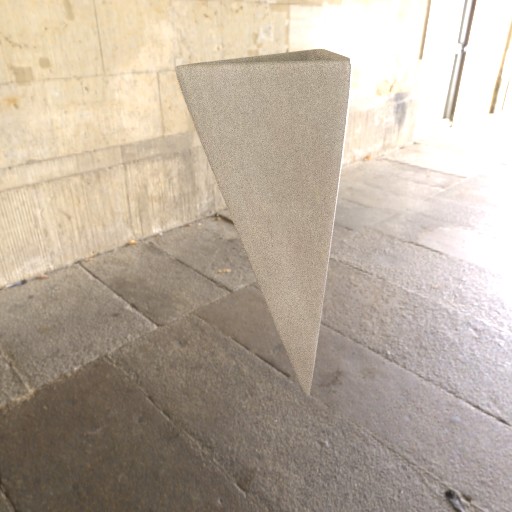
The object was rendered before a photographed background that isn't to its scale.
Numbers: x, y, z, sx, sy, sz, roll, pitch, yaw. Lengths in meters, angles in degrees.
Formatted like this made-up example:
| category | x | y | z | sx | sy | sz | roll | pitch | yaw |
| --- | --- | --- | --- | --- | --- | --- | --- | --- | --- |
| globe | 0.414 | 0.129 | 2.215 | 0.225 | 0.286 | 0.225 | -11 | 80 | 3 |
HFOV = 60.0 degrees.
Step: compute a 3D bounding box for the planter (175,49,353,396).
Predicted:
| category | x | y | z | sx | sy | sz | roll | pitch | yaw |
| --- | --- | --- | --- | --- | --- | --- | --- | --- | --- |
| planter | 0.000 | 0.000 | 0.269 | 0.081 | 0.224 | 0.101 | 0 | 27 | 1 |
